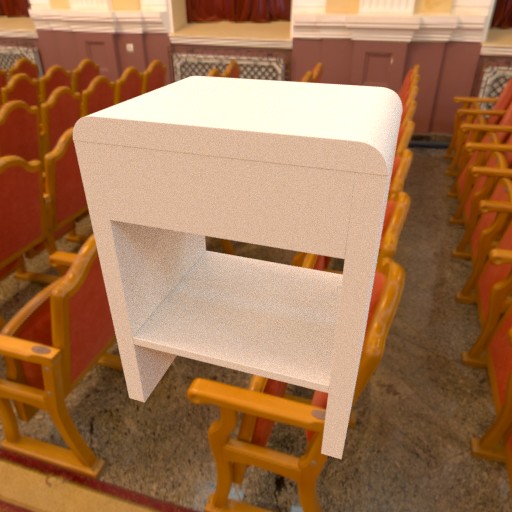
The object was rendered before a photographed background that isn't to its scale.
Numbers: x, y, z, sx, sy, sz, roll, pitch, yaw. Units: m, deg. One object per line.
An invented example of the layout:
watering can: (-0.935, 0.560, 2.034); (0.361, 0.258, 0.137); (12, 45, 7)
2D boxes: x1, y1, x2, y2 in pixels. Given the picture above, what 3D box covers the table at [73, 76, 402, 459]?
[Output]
table: (0.000, 0.000, 0.865); (0.450, 0.590, 0.350); (10, 33, 16)
